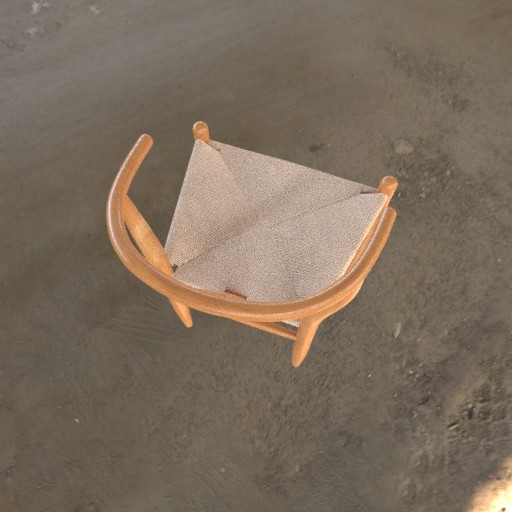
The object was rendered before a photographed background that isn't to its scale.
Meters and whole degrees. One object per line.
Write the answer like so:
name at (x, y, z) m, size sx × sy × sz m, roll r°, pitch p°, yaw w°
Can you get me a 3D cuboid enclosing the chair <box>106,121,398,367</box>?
chair at (0.000, 0.000, 1.145) m, size 0.569 × 0.730 × 0.579 m, roll 18°, pitch 65°, yaw 9°
